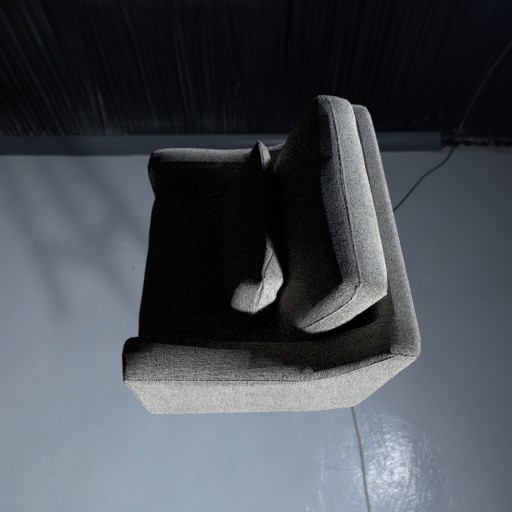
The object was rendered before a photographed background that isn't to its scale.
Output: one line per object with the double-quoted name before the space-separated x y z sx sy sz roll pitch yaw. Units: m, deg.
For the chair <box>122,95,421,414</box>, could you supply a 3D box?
"chair" 0.000 0.000 1.912 1.009 1.037 1.138 -1 59 -1
